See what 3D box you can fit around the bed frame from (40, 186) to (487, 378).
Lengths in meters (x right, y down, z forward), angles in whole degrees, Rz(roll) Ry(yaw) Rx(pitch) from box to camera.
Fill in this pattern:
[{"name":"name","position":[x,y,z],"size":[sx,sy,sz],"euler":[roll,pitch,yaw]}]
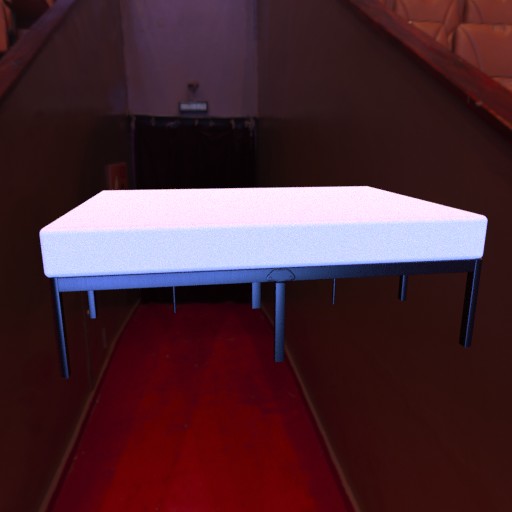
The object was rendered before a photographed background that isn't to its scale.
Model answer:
[{"name":"bed frame","position":[0.000,0.000,2.634],"size":[1.956,0.659,1.408],"euler":[-2,15,-9]}]
